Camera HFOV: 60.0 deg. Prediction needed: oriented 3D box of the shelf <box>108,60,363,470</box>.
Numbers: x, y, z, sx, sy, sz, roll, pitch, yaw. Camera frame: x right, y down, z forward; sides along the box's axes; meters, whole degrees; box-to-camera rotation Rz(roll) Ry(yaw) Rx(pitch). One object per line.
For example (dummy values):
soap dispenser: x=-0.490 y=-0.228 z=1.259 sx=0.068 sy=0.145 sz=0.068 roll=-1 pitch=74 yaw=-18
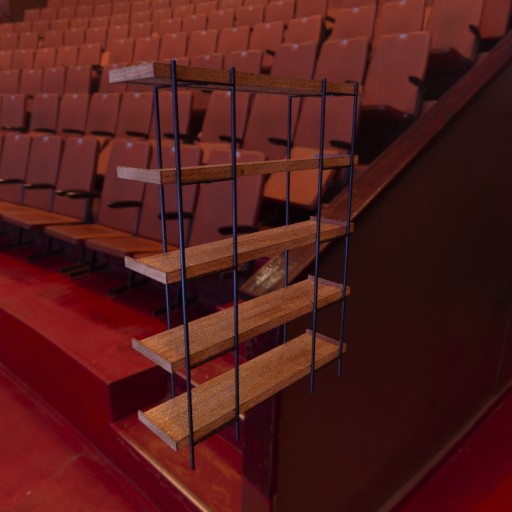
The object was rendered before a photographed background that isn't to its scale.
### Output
shelf: x=0.000 y=0.000 z=2.420 sx=1.371 sy=1.826 sz=0.379 roll=-15 pitch=22 yaw=-42
